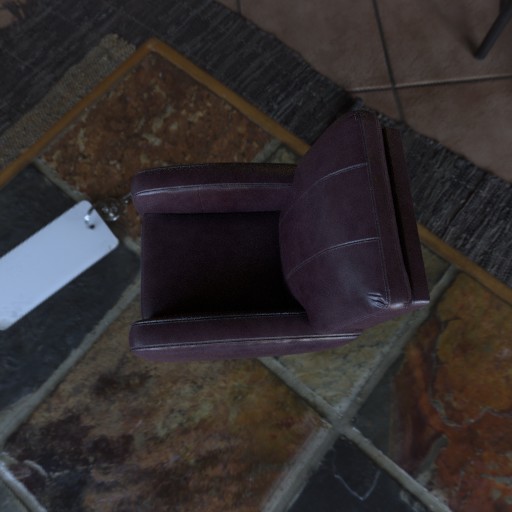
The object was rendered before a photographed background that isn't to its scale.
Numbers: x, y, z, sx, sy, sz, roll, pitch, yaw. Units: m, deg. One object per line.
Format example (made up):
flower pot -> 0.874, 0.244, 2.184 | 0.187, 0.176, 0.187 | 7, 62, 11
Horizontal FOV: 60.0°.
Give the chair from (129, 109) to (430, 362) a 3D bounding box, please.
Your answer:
chair -> 0.000, 0.000, 1.754 | 0.990, 0.990, 0.762 | -4, 74, -1
